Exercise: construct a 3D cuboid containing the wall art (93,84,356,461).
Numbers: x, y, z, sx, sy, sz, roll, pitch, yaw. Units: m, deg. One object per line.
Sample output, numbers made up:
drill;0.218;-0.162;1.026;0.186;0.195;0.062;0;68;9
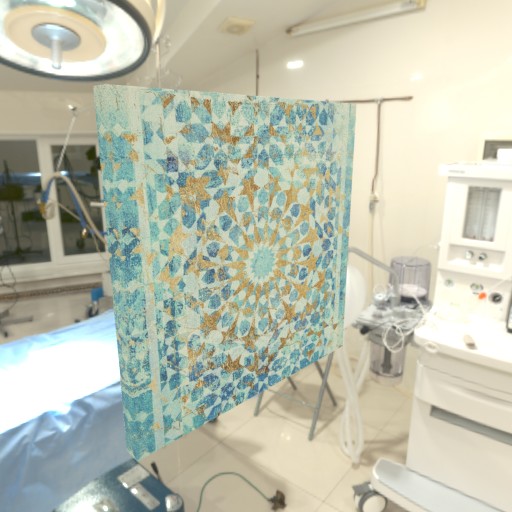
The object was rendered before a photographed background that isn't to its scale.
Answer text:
wall art;0.000;0.000;0.899;0.609;0.609;0.040;-15;21;-42
